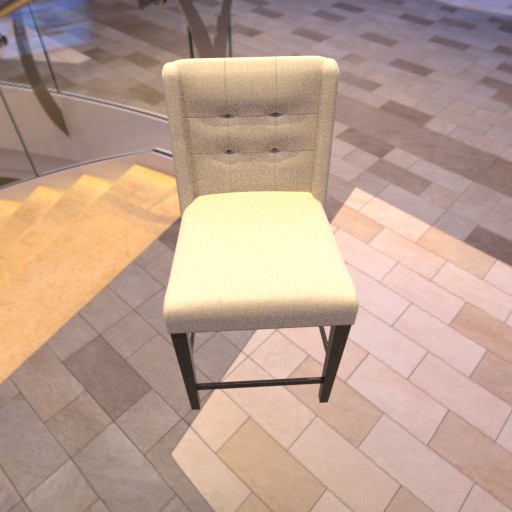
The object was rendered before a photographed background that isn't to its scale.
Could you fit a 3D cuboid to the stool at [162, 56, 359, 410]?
[{"bbox_3d":[0.000,0.000,1.284,0.474,0.939,0.509,-2,47,-2],"label":"stool"}]
